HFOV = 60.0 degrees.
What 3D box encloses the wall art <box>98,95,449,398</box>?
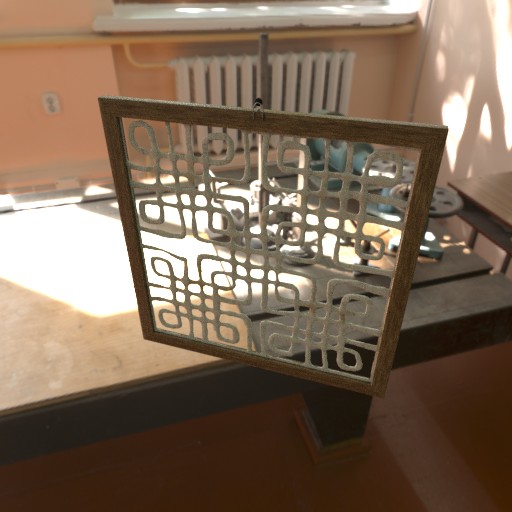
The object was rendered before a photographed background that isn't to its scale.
[{"bbox_3d":[0.000,0.000,0.834,0.561,0.582,0.021,10,35,15],"label":"wall art"}]
